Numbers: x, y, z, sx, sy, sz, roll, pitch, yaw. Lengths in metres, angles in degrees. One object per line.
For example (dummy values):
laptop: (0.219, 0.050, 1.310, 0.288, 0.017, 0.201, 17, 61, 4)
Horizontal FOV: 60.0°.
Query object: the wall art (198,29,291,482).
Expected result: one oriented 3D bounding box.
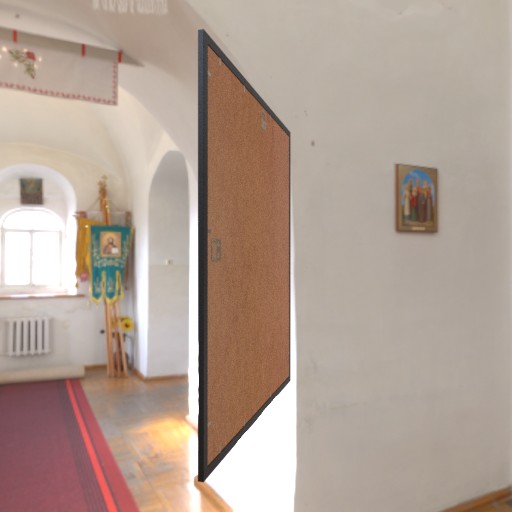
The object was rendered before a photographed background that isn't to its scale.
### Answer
wall art: (0.000, 0.000, 0.913, 0.018, 0.660, 0.559, 0, 0, 18)
